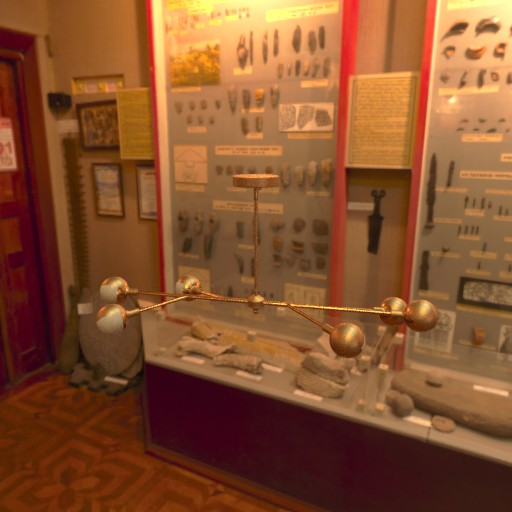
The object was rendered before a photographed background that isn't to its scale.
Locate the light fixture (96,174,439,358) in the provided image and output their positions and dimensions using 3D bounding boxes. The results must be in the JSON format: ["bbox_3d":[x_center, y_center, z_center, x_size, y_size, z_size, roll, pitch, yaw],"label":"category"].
[{"bbox_3d":[0.000,0.000,1.014,0.778,0.362,0.434,8,17,28],"label":"light fixture"}]
